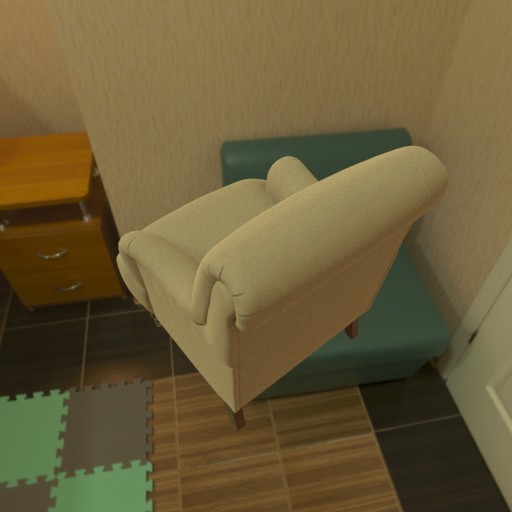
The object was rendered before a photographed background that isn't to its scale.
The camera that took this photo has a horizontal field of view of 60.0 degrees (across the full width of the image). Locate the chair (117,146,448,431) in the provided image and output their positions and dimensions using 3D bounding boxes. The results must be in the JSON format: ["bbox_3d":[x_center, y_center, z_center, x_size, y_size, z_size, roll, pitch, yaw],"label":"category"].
[{"bbox_3d":[0.000,0.000,1.570,0.766,0.942,0.842,-31,54,-26],"label":"chair"}]
